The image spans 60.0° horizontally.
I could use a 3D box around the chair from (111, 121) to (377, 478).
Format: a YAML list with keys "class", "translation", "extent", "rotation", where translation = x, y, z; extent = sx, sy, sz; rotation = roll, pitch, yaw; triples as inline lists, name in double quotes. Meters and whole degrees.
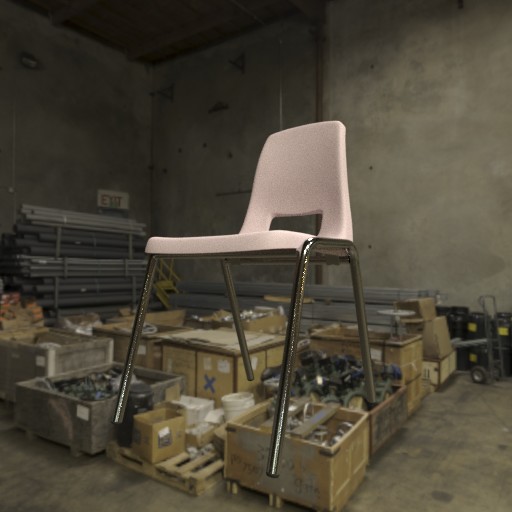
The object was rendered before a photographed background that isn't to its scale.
- class: "chair"
  translation: [0.000, 0.000, 0.921]
  extent: [0.381, 0.653, 0.436]
  rotation: [-1, -2, 36]
